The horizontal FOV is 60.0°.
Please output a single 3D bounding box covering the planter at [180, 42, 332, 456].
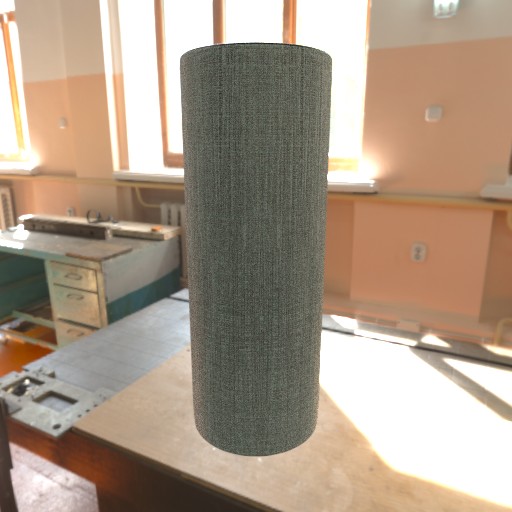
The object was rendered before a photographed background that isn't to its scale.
[{"bbox_3d":[0.000,0.000,0.326,0.100,0.270,0.100,-7,16,-26],"label":"planter"}]
